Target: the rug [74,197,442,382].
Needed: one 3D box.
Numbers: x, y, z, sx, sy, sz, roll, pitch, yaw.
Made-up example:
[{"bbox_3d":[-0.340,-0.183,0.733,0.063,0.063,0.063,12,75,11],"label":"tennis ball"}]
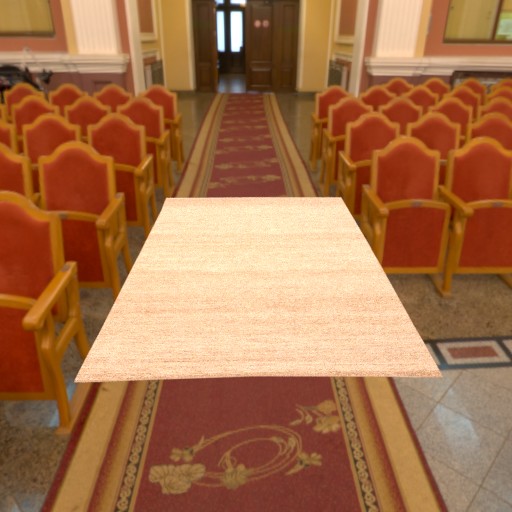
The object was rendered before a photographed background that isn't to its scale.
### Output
[{"bbox_3d":[0.000,0.000,2.928,1.574,0.029,2.346,0,27,-1],"label":"rug"}]
